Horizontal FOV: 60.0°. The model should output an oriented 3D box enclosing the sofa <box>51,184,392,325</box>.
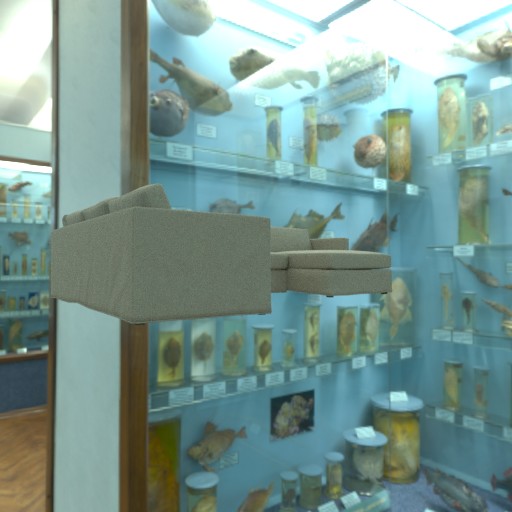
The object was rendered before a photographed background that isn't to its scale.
[{"bbox_3d":[0.000,0.000,4.548,3.460,0.882,2.427,1,-1,-35],"label":"sofa"}]
